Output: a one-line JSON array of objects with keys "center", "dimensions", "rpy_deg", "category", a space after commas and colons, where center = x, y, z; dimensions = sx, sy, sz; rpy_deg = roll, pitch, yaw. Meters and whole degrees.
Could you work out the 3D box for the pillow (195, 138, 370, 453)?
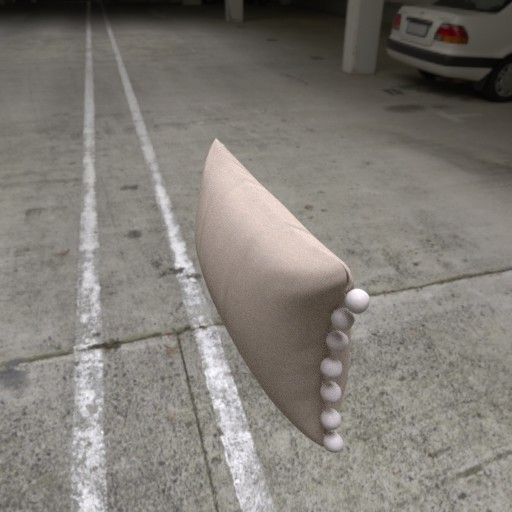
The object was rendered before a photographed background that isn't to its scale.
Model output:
[{"center": [0.000, 0.000, 0.854], "dimensions": [0.201, 0.322, 0.709], "rpy_deg": [-9, 31, -15], "category": "pillow"}]
